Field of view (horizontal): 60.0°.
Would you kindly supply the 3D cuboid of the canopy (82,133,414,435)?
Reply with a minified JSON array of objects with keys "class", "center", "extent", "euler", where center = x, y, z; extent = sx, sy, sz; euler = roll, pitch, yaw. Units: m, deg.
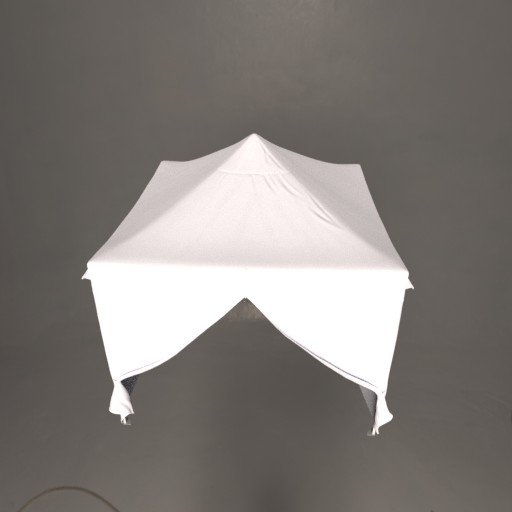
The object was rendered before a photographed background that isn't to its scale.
[{"class":"canopy","center":[0.000,0.000,5.501],"extent":[3.043,2.997,3.121],"euler":[2,30,3]}]
